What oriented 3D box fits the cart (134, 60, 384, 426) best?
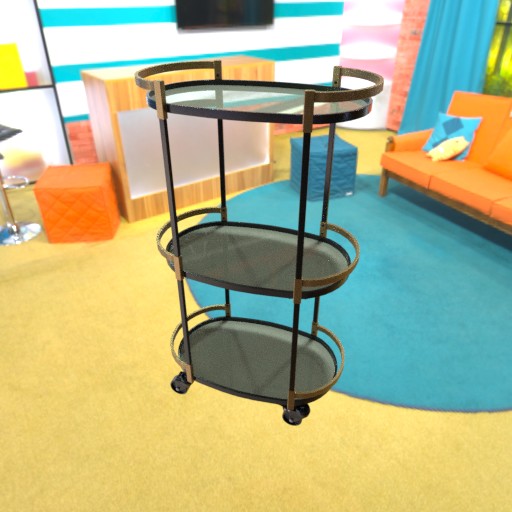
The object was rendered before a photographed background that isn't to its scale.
[{"bbox_3d":[0.000,0.000,1.143,0.515,0.885,0.311,10,33,16],"label":"cart"}]
